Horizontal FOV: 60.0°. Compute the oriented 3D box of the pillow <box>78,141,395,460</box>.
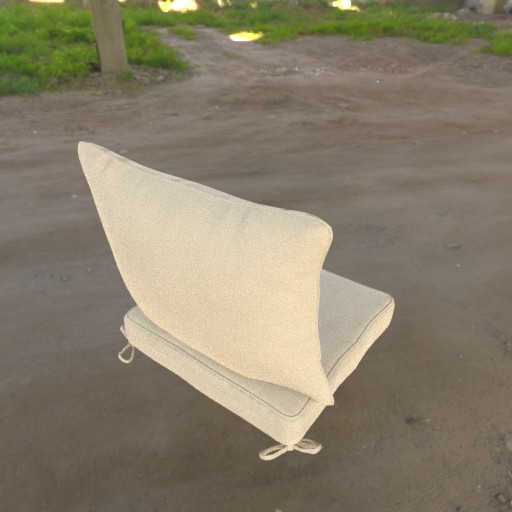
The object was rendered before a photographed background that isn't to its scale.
[{"bbox_3d":[0.000,0.000,1.353,0.798,0.716,0.733,22,38,31],"label":"pillow"}]
